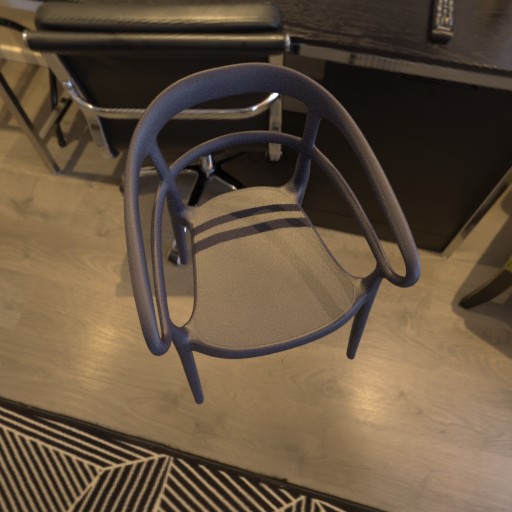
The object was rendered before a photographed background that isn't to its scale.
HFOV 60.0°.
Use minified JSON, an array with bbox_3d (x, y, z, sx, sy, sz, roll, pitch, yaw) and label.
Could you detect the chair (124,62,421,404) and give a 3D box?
[{"bbox_3d":[0.000,0.000,1.154,0.559,0.761,0.527,-14,63,-7],"label":"chair"}]
